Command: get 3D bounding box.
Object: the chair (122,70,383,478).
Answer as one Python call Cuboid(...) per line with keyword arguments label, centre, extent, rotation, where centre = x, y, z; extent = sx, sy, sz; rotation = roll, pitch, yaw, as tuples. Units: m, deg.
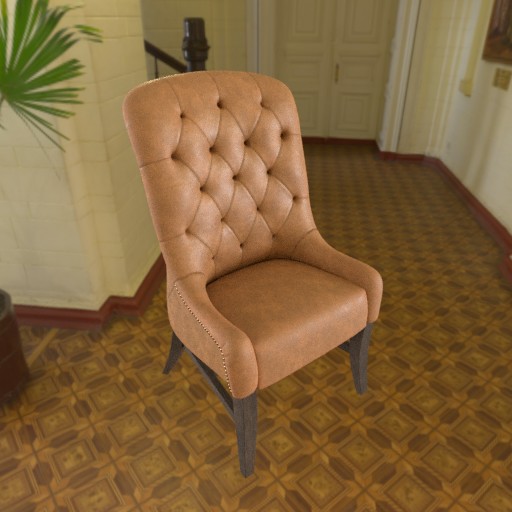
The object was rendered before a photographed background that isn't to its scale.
Cuboid(label="chair", centre=(0.000, 0.000, 1.466), extent=(0.634, 1.091, 0.629), rotation=(-21, 35, -33))
